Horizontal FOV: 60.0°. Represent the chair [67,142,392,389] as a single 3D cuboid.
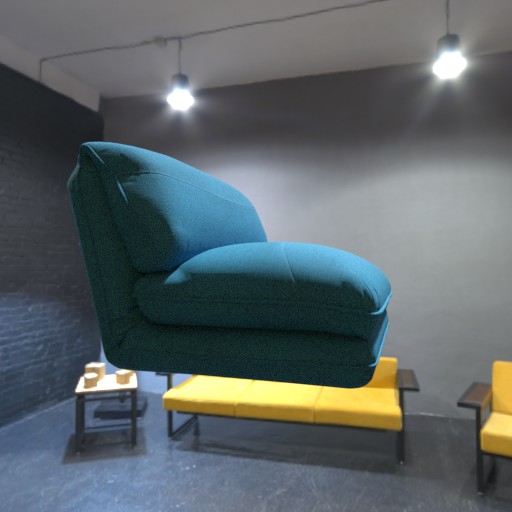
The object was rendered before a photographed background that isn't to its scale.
[{"bbox_3d":[0.000,0.000,1.356,0.780,0.580,0.820,0,-1,19],"label":"chair"}]
